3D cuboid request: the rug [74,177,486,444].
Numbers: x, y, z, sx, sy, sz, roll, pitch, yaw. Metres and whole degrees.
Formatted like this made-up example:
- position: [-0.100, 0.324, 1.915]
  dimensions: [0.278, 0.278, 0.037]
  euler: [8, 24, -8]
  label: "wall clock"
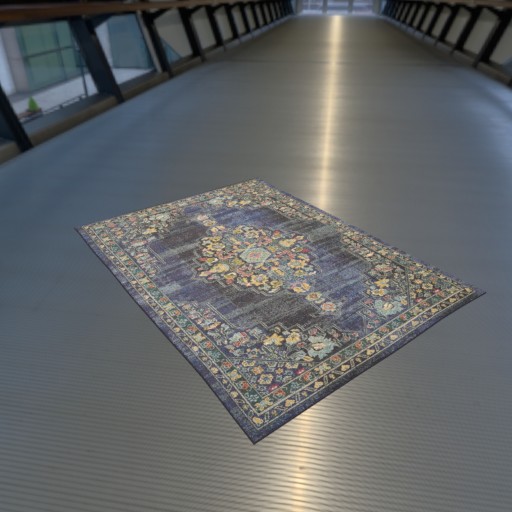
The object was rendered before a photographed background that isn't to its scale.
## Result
- position: [0.000, 0.000, 4.704]
  dimensions: [2.716, 0.035, 3.612]
  euler: [-21, 37, -30]
  label: "rug"
